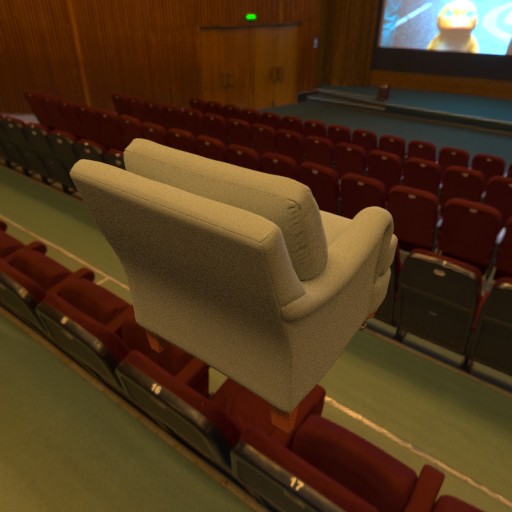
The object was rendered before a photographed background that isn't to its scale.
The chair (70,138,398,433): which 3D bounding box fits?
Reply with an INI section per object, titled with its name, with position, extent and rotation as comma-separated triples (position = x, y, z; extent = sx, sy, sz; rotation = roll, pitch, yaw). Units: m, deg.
[chair]
position = 0.000, 0.000, 1.943
extent = 0.955, 1.038, 1.070
rotation = 22, 38, 31
